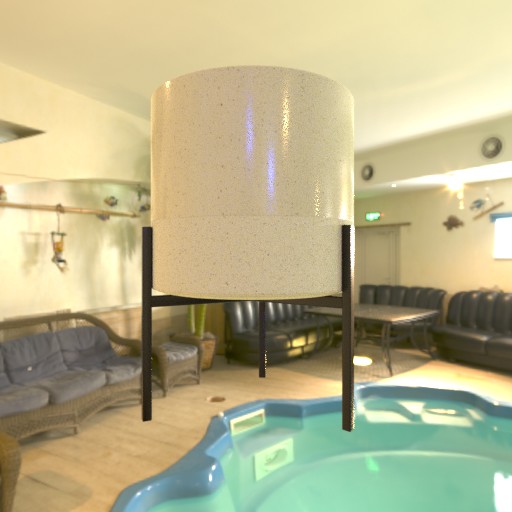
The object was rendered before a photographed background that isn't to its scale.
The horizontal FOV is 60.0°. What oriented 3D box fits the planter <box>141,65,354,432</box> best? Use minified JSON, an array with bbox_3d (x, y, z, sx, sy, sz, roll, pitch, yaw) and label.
[{"bbox_3d":[0.000,0.000,0.339,0.159,0.230,0.152,0,0,37],"label":"planter"}]
